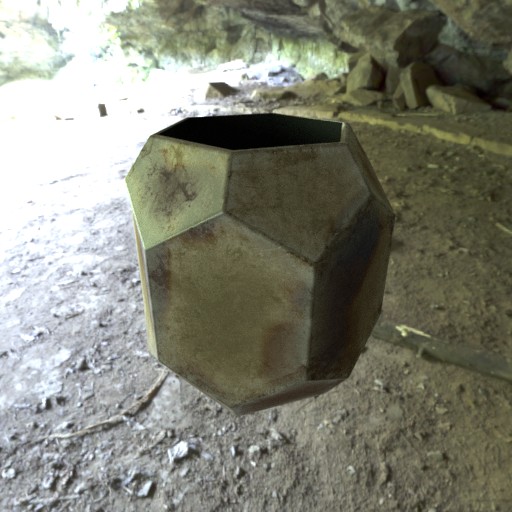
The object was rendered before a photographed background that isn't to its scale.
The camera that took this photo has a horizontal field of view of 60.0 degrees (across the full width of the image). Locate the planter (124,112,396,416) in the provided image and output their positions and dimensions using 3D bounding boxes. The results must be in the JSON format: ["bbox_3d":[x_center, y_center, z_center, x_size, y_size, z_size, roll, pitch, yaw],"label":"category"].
[{"bbox_3d":[0.000,0.000,0.422,0.221,0.238,0.243,-9,28,-17],"label":"planter"}]
